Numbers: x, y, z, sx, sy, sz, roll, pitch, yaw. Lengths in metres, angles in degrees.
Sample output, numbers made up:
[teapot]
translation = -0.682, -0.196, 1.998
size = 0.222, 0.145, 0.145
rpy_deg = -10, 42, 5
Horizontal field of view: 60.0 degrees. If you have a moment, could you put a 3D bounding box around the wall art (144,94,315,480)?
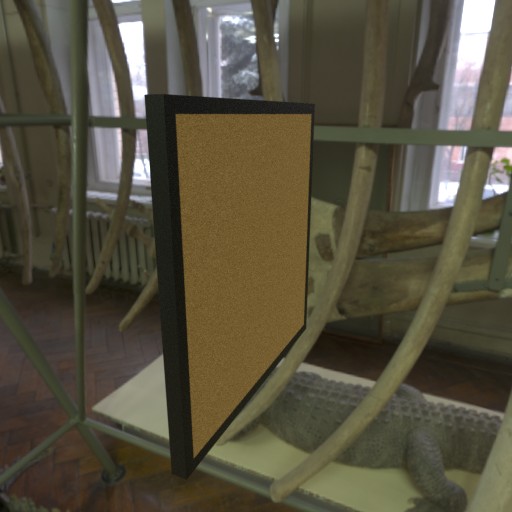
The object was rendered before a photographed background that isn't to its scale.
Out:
[wall art]
translation = 0.000, 0.000, 1.150
size = 0.038, 0.762, 0.762
rpy_deg = 8, 20, 24
